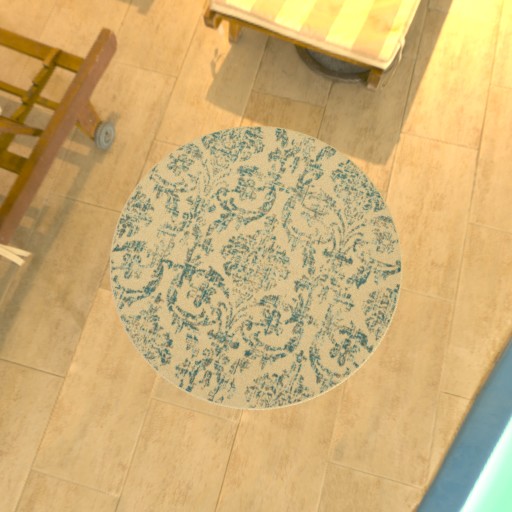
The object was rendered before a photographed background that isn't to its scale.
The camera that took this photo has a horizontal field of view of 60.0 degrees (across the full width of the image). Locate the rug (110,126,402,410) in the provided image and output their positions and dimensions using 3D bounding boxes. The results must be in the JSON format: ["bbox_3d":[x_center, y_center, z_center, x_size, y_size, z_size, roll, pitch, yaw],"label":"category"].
[{"bbox_3d":[0.000,0.000,2.421,1.593,0.012,1.593,0,75,0],"label":"rug"}]
